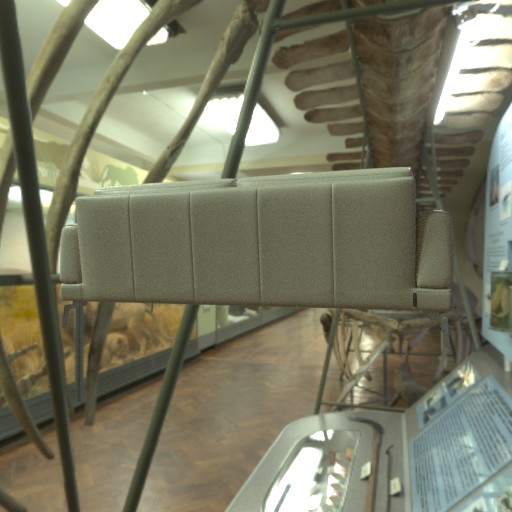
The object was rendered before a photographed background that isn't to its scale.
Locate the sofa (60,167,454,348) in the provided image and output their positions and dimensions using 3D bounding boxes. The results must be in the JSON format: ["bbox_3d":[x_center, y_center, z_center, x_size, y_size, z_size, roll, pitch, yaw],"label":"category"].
[{"bbox_3d":[0.000,0.000,2.446,1.940,0.765,0.974,0,-2,18],"label":"sofa"}]
